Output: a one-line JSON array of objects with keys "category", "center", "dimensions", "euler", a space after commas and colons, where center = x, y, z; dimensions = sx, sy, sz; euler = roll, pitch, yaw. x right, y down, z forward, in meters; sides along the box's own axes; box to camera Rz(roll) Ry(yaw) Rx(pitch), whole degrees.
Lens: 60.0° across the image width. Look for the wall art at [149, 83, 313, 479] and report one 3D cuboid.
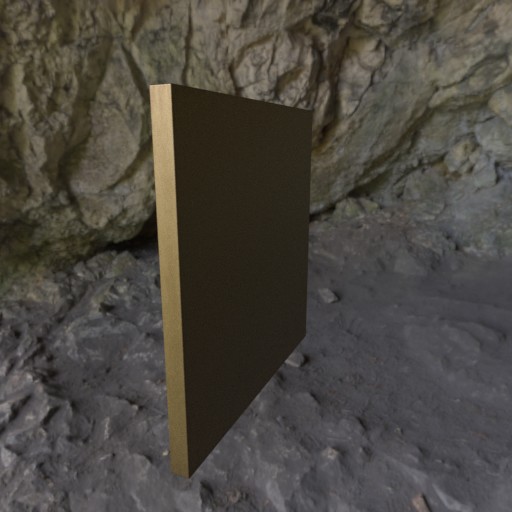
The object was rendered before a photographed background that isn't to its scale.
[{"category": "wall art", "center": [0.000, 0.000, 0.767], "dimensions": [0.030, 0.506, 0.503], "euler": [7, 16, 24]}]
